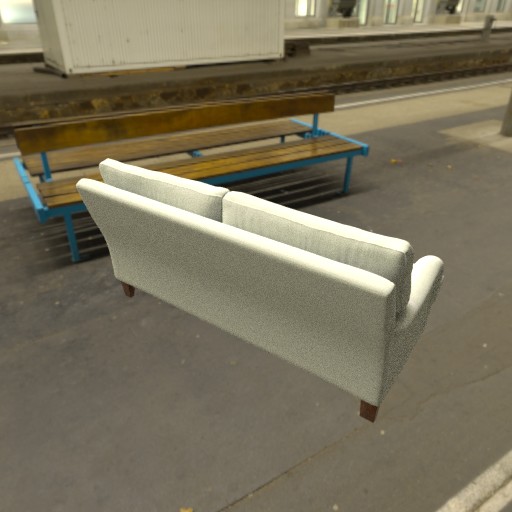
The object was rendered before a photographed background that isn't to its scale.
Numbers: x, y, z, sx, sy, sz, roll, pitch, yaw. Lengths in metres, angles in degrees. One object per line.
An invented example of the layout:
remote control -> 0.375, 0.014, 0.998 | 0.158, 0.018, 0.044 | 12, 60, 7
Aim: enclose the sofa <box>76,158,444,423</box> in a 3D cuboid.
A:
sofa -> 0.000, 0.000, 2.911 | 2.193, 1.096, 1.069 | 20, 36, 30
